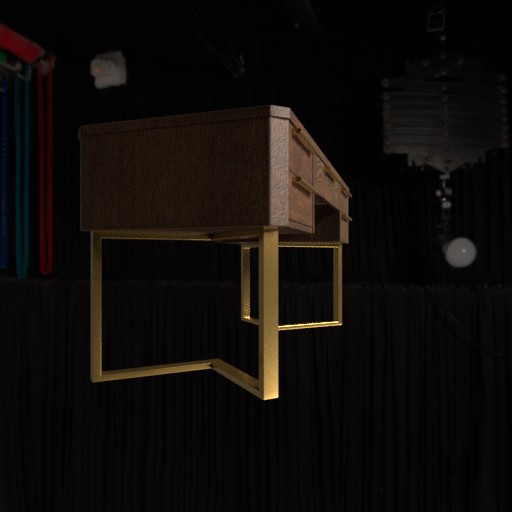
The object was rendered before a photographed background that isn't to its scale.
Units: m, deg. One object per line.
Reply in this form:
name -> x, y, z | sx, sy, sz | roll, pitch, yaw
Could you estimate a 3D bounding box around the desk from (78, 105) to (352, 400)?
desk -> 0.000, 0.000, 1.915 | 0.684, 0.762, 1.479 | 0, 0, 18
